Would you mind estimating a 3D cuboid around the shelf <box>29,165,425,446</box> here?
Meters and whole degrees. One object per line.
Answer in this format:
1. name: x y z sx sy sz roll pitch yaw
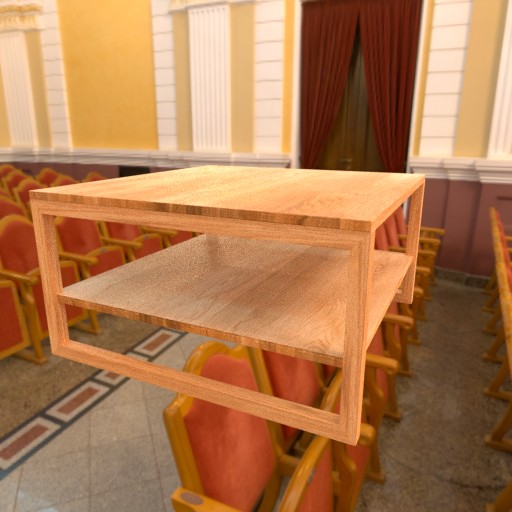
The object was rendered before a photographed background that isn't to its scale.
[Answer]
1. shelf: 0.000 0.000 1.436 0.899 0.480 0.899 8 18 25
